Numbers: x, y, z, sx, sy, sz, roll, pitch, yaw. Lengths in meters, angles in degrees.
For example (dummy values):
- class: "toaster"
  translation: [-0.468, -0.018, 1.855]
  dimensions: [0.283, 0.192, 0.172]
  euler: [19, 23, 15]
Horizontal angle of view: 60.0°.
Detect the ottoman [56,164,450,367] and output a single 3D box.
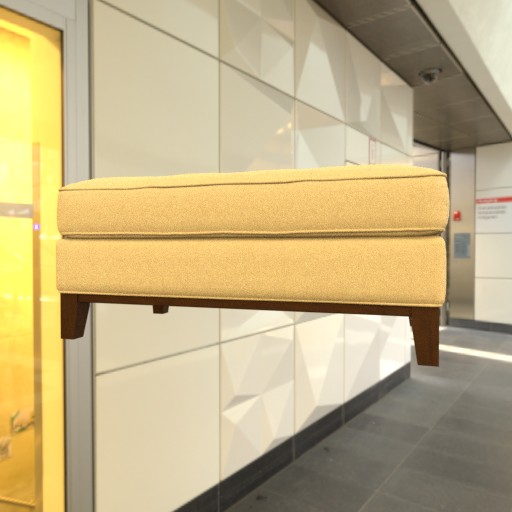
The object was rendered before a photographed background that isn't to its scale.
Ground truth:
- class: "ottoman"
  translation: [0.000, 0.000, 1.492]
  dimensions: [1.143, 0.508, 0.648]
  euler: [0, 1, 17]
